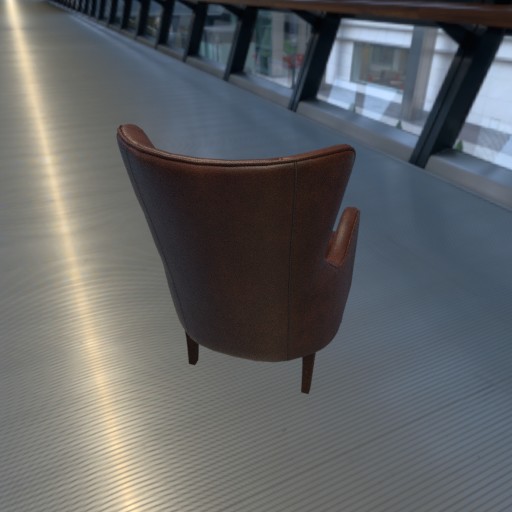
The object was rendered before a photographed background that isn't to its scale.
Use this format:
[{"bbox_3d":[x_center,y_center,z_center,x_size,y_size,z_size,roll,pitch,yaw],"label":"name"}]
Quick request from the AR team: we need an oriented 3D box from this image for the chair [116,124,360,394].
[{"bbox_3d":[0.000,0.000,1.670,0.692,1.048,0.914,10,32,16],"label":"chair"}]
